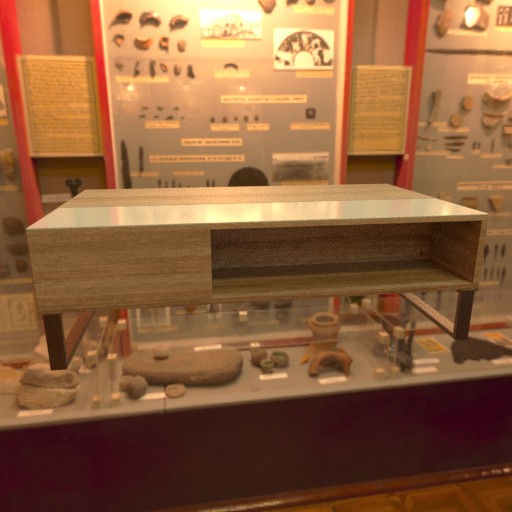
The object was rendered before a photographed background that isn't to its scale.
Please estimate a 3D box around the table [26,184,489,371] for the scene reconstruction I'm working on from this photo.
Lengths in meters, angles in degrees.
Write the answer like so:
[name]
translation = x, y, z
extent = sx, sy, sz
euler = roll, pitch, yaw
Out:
[table]
translation = 0.000, 0.000, 1.373
extent = 1.100, 0.350, 0.600
euler = -2, 17, -8
